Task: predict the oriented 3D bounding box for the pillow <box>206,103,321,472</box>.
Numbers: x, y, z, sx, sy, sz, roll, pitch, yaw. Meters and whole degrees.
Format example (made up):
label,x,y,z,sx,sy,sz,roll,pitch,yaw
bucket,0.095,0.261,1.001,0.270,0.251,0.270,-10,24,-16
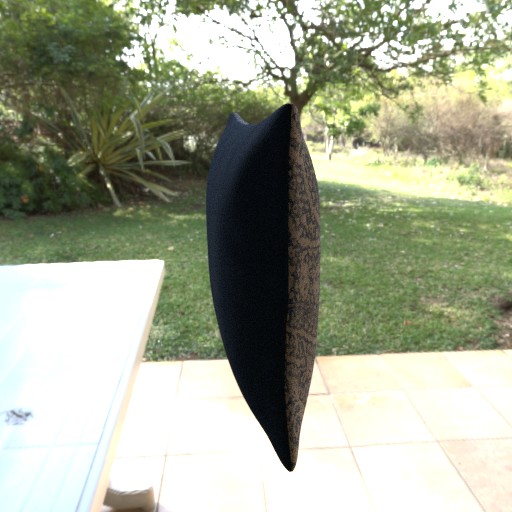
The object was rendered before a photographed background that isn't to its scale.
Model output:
label,x,y,z,sx,sy,sz,roll,pitch,yaw
pillow,0.000,0.000,0.810,0.166,0.510,0.523,-3,17,-10
